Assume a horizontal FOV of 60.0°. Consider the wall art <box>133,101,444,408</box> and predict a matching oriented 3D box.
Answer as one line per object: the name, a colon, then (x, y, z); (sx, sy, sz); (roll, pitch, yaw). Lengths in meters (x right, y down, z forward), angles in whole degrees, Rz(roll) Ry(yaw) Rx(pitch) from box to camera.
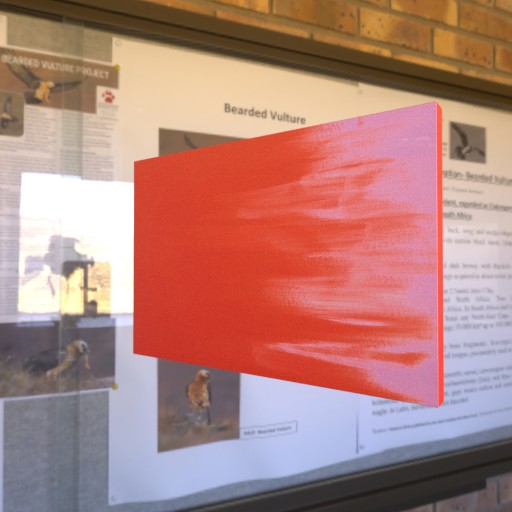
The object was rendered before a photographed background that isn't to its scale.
wall art: (0.000, 0.000, 0.772); (0.607, 0.405, 0.033); (-1, -1, 35)
